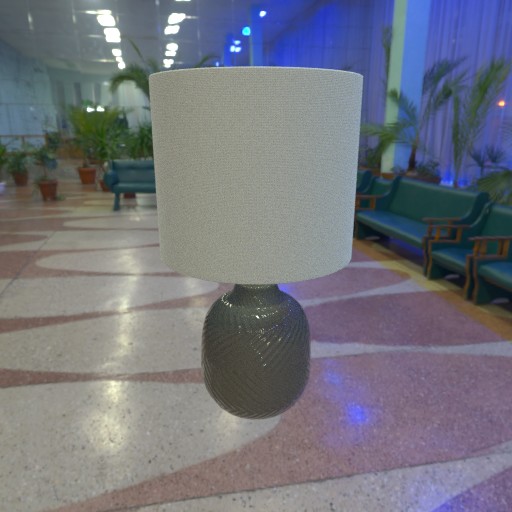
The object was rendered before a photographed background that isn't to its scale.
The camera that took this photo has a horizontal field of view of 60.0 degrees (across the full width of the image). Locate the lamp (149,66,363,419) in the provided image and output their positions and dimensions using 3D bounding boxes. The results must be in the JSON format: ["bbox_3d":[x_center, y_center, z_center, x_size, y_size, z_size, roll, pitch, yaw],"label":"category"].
[{"bbox_3d":[0.000,0.000,0.491,0.207,0.366,0.207,-3,17,-10],"label":"lamp"}]
